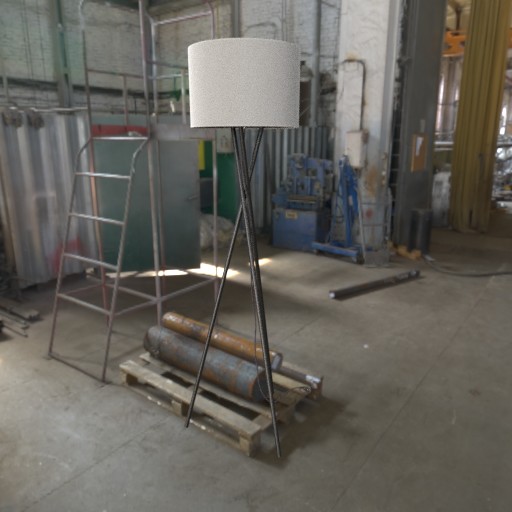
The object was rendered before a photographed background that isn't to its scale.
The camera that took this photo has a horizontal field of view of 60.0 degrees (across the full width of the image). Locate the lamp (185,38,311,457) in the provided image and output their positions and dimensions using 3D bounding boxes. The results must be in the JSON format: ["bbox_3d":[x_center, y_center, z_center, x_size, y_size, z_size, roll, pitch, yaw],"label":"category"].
[{"bbox_3d":[0.000,0.000,1.889,0.667,1.624,0.522,-2,15,-9],"label":"lamp"}]
